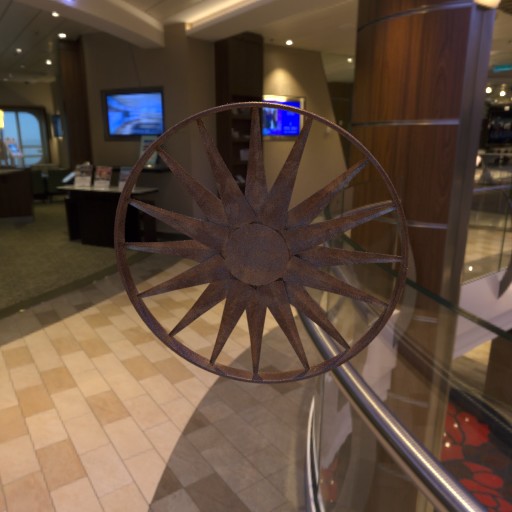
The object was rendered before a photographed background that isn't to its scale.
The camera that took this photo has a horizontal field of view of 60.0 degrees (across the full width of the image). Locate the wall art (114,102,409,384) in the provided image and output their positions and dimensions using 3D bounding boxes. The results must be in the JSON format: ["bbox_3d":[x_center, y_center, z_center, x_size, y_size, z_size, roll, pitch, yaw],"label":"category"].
[{"bbox_3d":[0.000,0.000,0.887,0.582,0.583,0.084,2,15,8],"label":"wall art"}]
